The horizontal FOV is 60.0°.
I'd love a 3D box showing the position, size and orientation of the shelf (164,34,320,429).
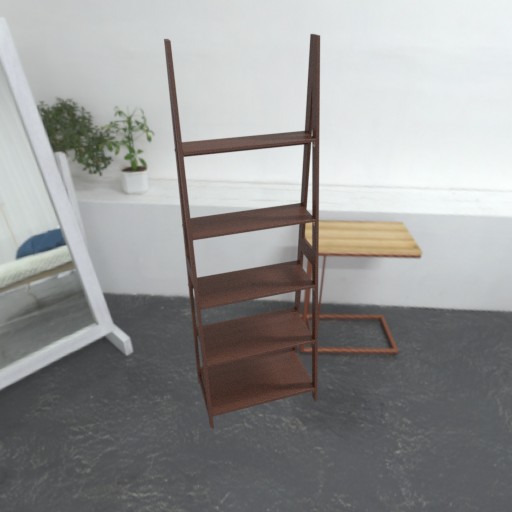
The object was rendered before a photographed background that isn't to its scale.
[{"bbox_3d":[0.000,0.000,2.020,0.600,1.770,0.350,-9,33,-15],"label":"shelf"}]
